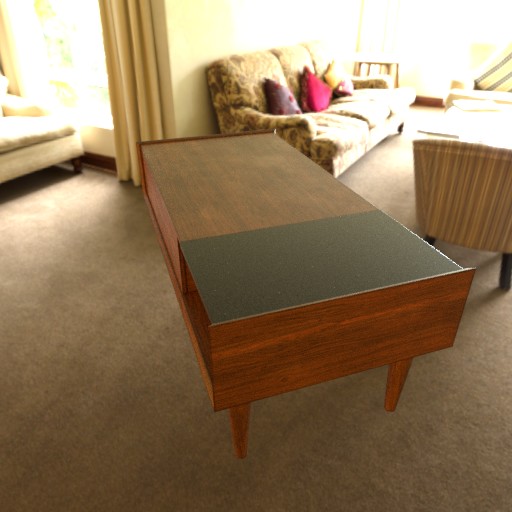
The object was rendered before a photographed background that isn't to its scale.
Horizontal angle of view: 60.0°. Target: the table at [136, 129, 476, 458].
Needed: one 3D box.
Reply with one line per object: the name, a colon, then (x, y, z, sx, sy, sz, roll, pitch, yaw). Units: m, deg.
table: (0.000, 0.000, 1.522, 0.610, 0.508, 1.221, -10, 32, -16)
